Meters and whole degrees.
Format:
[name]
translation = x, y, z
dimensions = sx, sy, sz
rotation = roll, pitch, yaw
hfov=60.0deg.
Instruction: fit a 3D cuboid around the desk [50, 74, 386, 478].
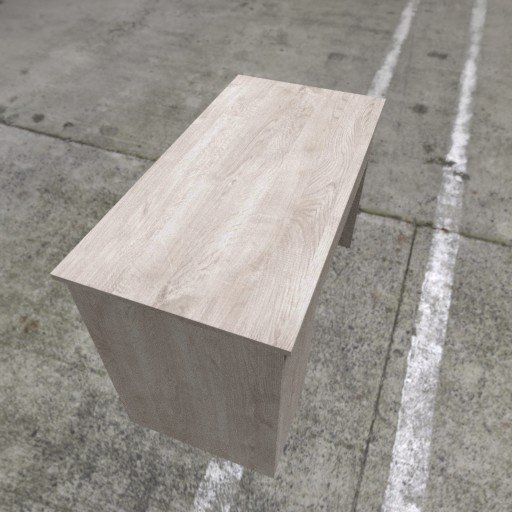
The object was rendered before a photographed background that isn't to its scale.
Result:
[desk]
translation = 0.000, 0.000, 1.532
dimensions = 0.560, 0.735, 1.097
rotation = 15, 48, 14
